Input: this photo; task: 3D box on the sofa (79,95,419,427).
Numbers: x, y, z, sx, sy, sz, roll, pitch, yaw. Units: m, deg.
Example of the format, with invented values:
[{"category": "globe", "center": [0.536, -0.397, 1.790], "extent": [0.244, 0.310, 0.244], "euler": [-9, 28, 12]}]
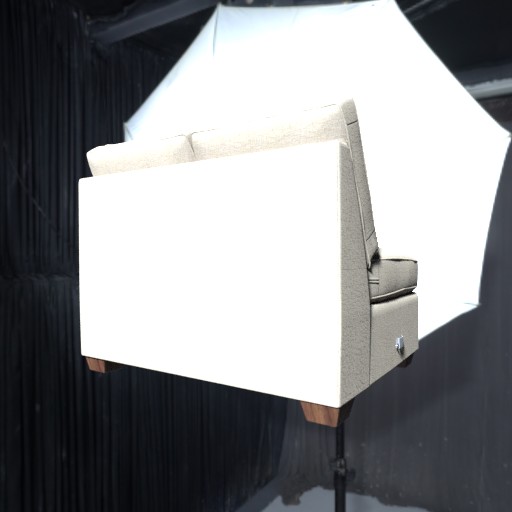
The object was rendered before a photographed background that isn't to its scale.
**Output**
[{"category": "sofa", "center": [0.000, 0.000, 2.005], "extent": [1.232, 1.006, 0.978], "euler": [0, 1, 33]}]
